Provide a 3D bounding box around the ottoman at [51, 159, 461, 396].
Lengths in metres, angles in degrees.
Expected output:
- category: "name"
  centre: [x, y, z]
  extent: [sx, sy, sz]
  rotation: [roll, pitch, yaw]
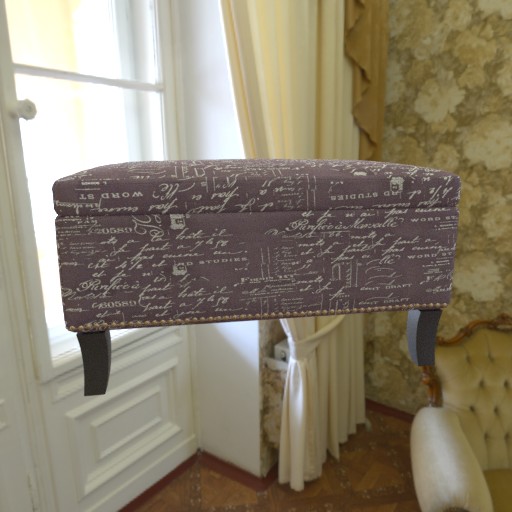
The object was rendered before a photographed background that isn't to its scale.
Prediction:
- category: "ottoman"
  centre: [0.000, 0.000, 1.072]
  extent: [0.813, 0.457, 0.406]
  rotation: [-2, 14, -9]
